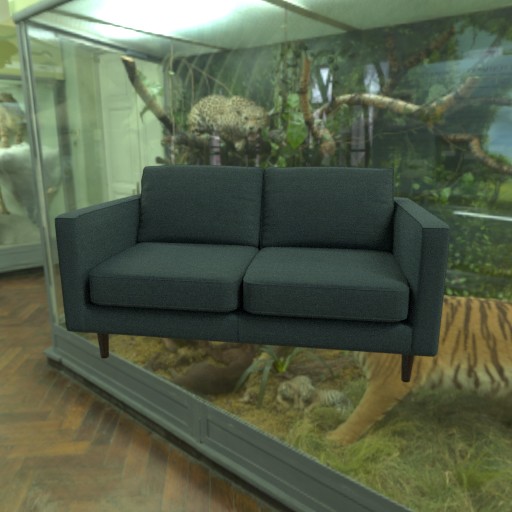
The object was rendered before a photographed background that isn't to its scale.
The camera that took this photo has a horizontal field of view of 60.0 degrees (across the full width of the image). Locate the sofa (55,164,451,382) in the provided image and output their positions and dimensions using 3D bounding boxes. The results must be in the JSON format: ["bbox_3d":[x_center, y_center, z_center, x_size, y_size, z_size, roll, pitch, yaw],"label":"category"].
[{"bbox_3d":[0.000,0.000,2.312,1.659,0.907,0.999,2,14,9],"label":"sofa"}]
